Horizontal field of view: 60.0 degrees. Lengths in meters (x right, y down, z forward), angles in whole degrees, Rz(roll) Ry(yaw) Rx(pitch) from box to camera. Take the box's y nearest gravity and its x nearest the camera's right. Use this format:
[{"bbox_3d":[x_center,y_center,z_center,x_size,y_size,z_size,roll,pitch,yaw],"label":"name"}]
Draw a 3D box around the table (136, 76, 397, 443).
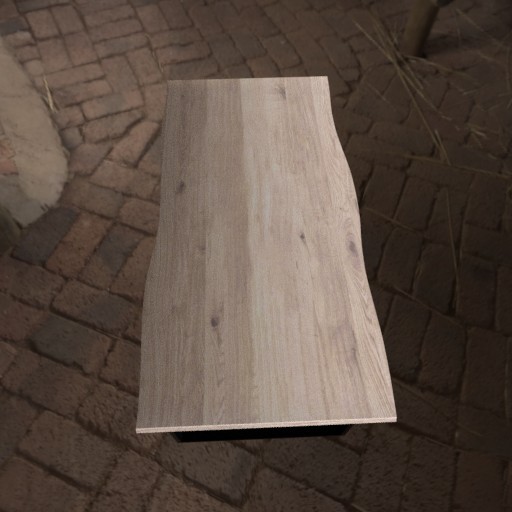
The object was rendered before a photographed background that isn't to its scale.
[{"bbox_3d":[0.000,0.000,2.252,0.900,0.780,1.800,-2,58,-1],"label":"table"}]
